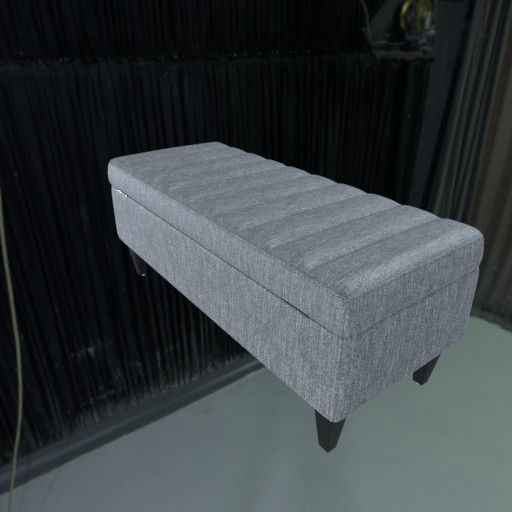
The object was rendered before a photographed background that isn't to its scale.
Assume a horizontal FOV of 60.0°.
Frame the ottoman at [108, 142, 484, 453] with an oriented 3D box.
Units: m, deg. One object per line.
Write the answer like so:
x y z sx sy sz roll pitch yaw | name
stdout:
0.000 0.000 1.380 0.482 0.469 1.151 -19 32 -32 | ottoman
